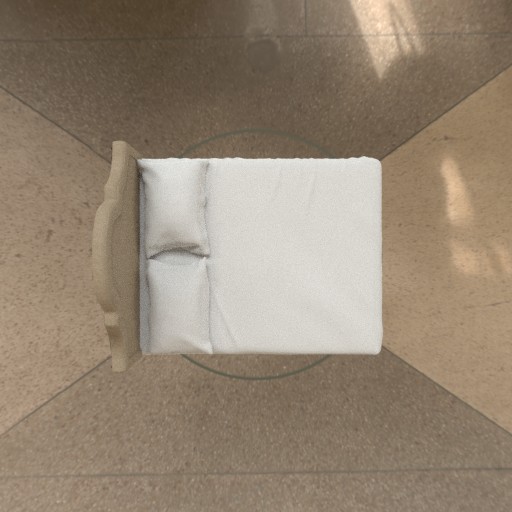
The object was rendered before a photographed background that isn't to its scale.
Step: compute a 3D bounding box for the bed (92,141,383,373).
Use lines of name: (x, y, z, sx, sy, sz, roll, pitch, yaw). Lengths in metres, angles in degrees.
bed: (0.000, 0.000, 3.439, 2.222, 1.634, 1.780, 0, 90, 0)
